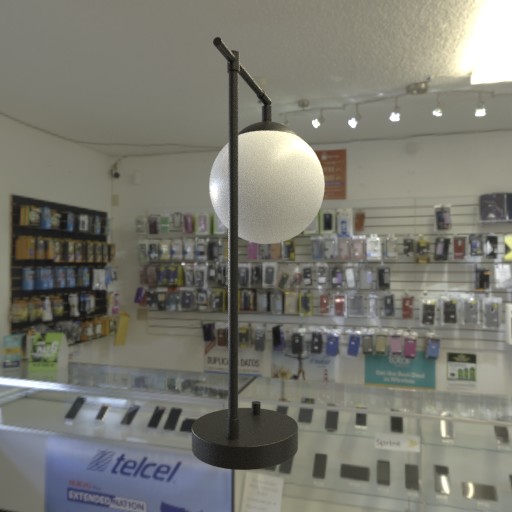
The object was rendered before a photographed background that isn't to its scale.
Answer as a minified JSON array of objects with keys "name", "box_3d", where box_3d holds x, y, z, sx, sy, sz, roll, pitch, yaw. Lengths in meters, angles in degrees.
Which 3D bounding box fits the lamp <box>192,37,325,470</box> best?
[{"name":"lamp","box_3d":[0.000,0.000,0.705,0.197,0.559,0.316,0,-1,18]}]
